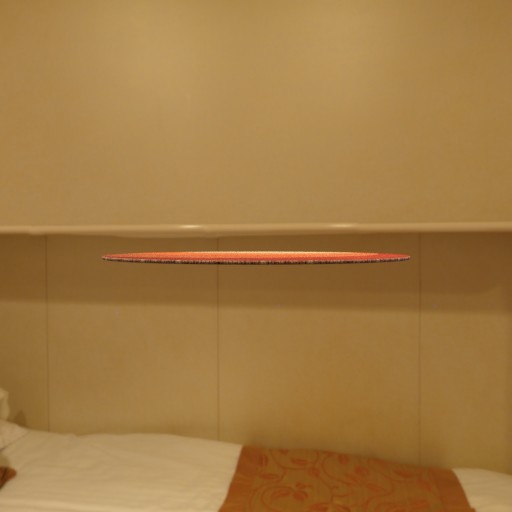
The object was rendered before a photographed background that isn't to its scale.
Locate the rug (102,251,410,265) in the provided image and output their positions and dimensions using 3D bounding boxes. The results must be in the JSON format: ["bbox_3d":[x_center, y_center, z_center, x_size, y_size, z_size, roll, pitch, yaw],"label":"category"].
[{"bbox_3d":[0.000,0.000,2.301,1.514,0.015,1.514,0,2,0],"label":"rug"}]
